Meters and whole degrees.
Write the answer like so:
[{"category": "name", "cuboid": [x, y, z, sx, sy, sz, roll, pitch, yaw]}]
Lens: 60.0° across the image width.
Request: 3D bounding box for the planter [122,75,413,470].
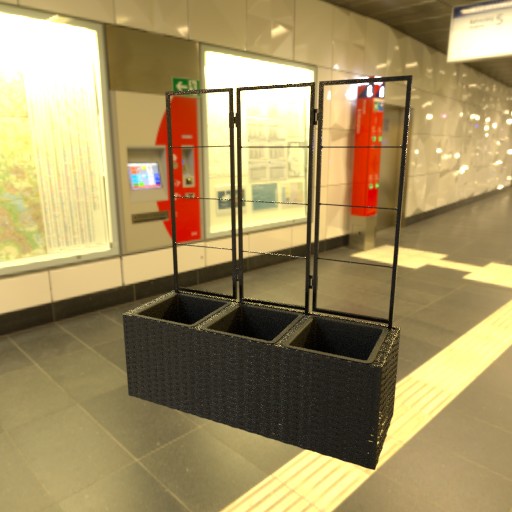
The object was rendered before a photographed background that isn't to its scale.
[{"category": "planter", "cuboid": [0.000, 0.000, 1.122, 0.698, 0.841, 0.244, 7, 15, 25]}]
